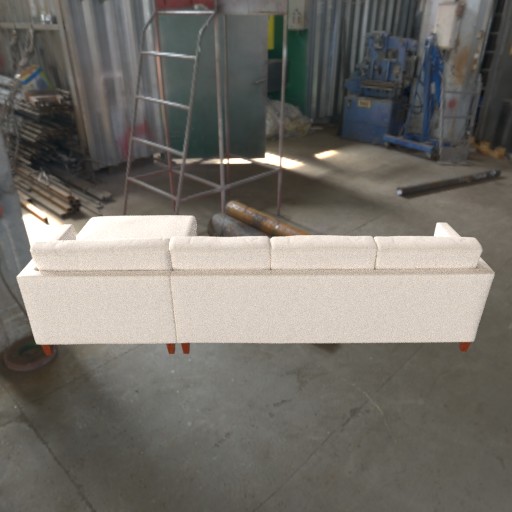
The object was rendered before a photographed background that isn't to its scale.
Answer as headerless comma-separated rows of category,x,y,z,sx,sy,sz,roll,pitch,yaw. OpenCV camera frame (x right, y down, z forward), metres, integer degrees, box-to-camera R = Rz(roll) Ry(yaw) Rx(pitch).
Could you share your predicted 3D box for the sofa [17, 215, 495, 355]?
sofa,0.000,0.000,3.989,3.471,0.954,1.606,0,29,-1
